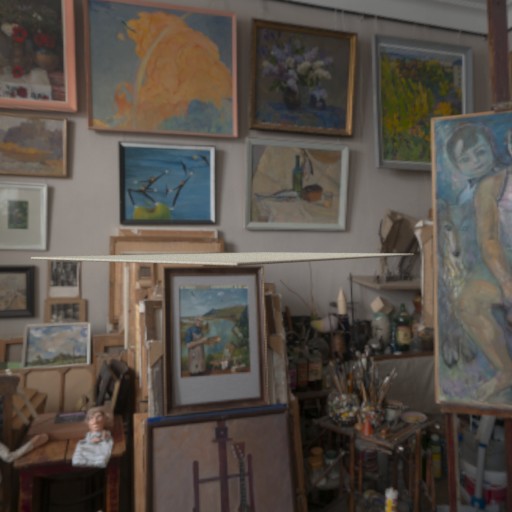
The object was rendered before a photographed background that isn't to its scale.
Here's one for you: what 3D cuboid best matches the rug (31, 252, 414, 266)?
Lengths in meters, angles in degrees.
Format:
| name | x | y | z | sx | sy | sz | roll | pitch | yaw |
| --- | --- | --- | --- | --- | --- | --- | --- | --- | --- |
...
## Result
| name | x | y | z | sx | sy | sz | roll | pitch | yaw |
| --- | --- | --- | --- | --- | --- | --- | --- | --- | --- |
| rug | 0.000 | 0.000 | 3.146 | 1.531 | 0.014 | 2.441 | 1 | 2 | 35 |
